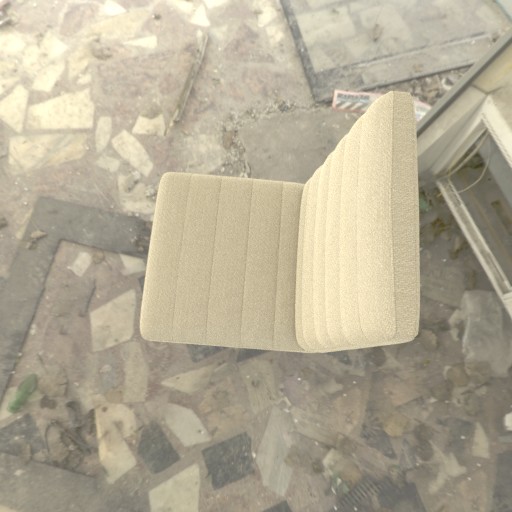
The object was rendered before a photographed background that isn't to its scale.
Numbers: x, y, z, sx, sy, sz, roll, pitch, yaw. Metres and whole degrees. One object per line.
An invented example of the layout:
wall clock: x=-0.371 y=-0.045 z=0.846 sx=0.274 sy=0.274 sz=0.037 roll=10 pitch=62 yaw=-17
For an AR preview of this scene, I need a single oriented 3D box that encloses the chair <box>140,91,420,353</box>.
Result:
chair: x=0.000 y=0.000 z=1.284 sx=0.634 sy=0.930 sz=0.520 roll=4 pitch=75 yaw=1
